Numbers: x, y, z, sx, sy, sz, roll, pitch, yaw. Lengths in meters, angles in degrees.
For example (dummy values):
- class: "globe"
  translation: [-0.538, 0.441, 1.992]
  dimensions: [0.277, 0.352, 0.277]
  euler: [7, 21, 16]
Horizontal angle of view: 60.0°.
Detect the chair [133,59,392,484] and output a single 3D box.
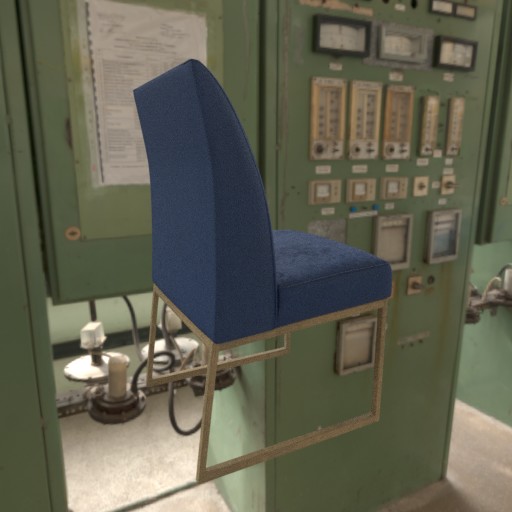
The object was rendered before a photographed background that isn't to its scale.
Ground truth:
- class: "chair"
  translation: [0.000, 0.000, 1.181]
  dimensions: [0.522, 0.863, 0.508]
  euler: [-7, 15, -26]
